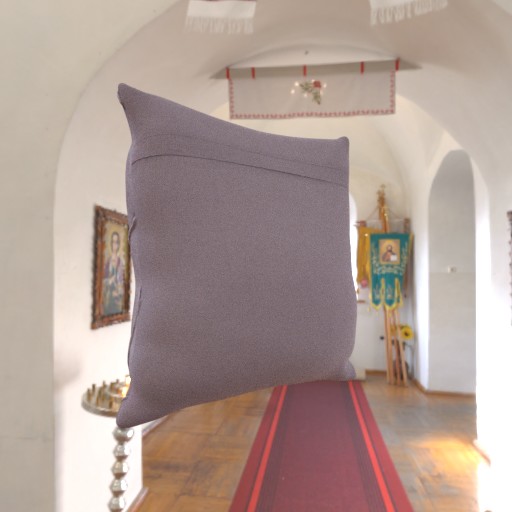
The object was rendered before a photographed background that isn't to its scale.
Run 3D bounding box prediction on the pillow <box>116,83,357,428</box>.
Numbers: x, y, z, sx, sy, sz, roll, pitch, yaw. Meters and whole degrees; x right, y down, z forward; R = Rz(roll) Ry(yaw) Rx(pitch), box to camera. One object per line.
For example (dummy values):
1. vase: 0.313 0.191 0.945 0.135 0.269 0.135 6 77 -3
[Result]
1. pillow: 0.000 0.000 0.682 0.439 0.440 0.185 1 -1 -38
